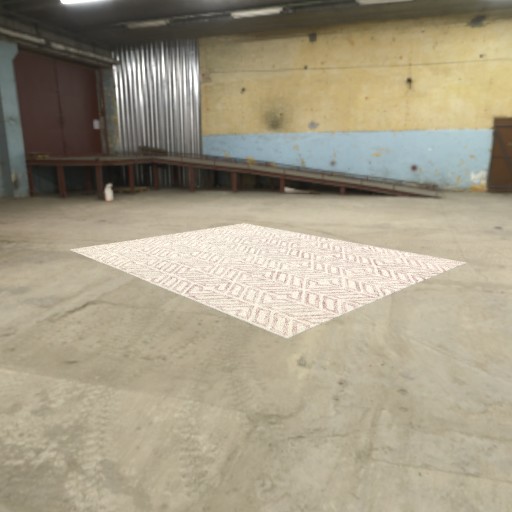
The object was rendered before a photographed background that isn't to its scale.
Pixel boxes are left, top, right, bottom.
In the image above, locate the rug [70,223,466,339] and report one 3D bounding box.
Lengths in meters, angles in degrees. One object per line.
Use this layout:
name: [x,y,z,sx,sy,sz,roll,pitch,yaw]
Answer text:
rug: [0.000,0.000,4.315,2.421,0.008,3.045,-13,18,-42]
